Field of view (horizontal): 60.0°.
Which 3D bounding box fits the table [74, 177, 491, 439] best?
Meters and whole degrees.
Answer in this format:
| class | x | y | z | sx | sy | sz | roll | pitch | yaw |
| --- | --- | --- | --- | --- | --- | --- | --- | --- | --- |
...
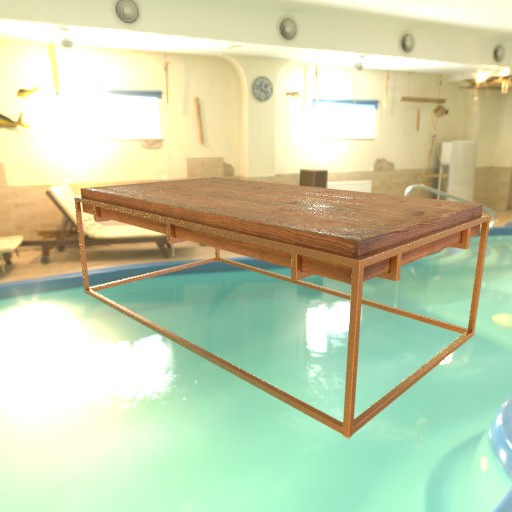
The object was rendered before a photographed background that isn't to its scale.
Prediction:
| class | x | y | z | sx | sy | sz | roll | pitch | yaw |
| --- | --- | --- | --- | --- | --- | --- | --- | --- | --- |
| table | 0.000 | 0.000 | 1.702 | 0.775 | 0.468 | 1.387 | -15 | 21 | -43 |
